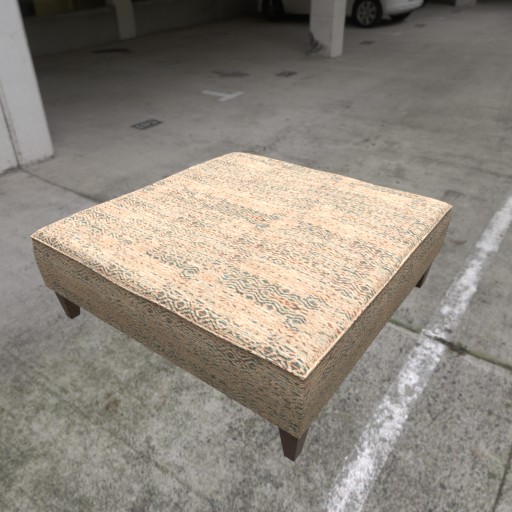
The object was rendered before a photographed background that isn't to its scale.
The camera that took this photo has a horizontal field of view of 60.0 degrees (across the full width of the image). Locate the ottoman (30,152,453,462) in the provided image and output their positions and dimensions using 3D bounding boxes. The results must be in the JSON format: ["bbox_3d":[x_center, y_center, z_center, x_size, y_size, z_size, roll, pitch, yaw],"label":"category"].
[{"bbox_3d":[0.000,0.000,1.498,0.968,0.356,1.004,21,37,30],"label":"ottoman"}]
